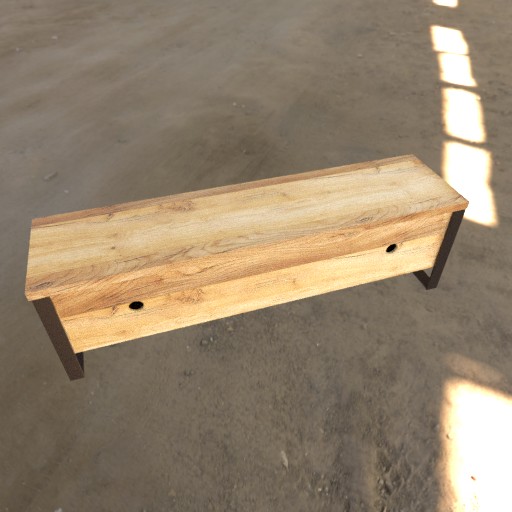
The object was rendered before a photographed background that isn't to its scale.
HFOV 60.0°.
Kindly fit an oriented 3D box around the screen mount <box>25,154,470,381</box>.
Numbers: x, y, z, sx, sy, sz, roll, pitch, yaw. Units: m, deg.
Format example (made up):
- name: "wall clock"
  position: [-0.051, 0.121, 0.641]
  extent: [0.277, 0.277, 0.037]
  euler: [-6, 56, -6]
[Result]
- name: "screen mount"
  position: [0.000, 0.000, 1.739]
  extent: [1.524, 0.450, 0.395]
  euler: [-12, 43, -13]
